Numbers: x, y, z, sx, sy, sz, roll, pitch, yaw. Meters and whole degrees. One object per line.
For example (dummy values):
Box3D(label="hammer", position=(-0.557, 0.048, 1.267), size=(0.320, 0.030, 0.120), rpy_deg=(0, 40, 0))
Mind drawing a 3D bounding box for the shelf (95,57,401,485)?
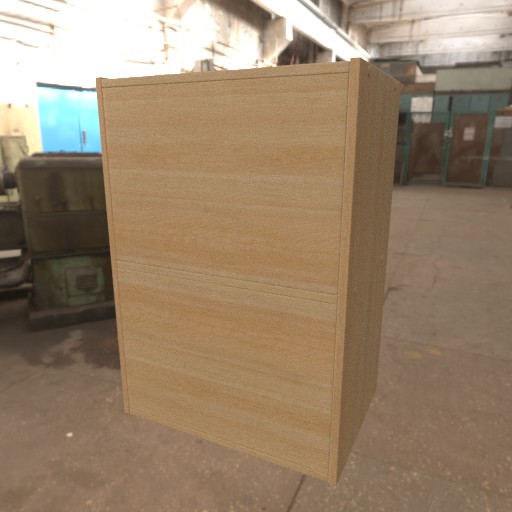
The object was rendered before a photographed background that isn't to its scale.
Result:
Box3D(label="shelf", position=(0.000, 0.000, 0.797), size=(0.414, 0.592, 0.290), rpy_deg=(7, 17, 25))
